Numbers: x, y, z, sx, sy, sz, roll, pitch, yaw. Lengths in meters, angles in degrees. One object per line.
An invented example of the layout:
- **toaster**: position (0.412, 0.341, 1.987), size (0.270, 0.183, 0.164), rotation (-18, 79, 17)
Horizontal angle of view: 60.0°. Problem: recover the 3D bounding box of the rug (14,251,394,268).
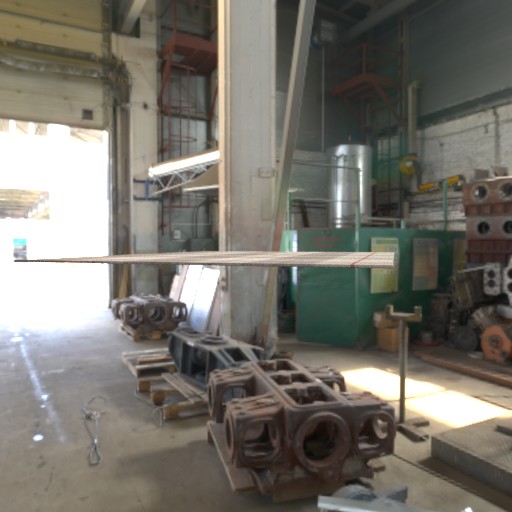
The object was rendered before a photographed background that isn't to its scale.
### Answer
- **rug**: position (0.000, 0.000, 3.901), size (2.317, 0.016, 2.959), rotation (1, 2, 17)
